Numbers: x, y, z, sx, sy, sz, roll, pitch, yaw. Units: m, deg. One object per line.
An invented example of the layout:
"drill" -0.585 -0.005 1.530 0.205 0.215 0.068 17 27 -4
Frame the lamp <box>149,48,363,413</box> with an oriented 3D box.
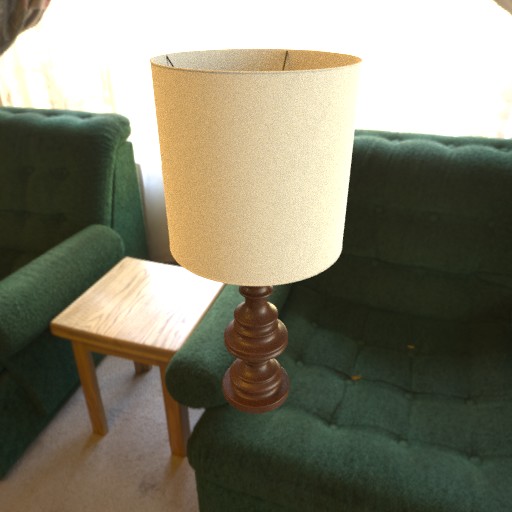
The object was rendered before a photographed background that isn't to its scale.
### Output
"lamp" 0.000 0.000 0.555 0.208 0.455 0.208 1 30 1
